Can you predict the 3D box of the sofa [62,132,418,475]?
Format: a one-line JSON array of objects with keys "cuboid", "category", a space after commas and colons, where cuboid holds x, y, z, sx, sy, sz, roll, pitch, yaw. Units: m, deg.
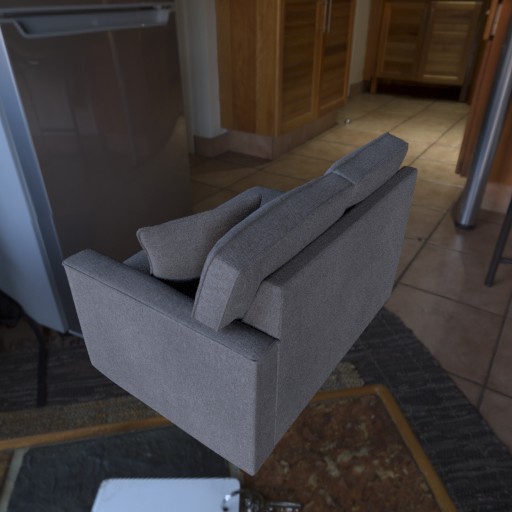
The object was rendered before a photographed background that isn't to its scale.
[{"cuboid": [0.000, 0.000, 2.104, 0.991, 0.989, 1.388, 21, 38, 30], "category": "sofa"}]
